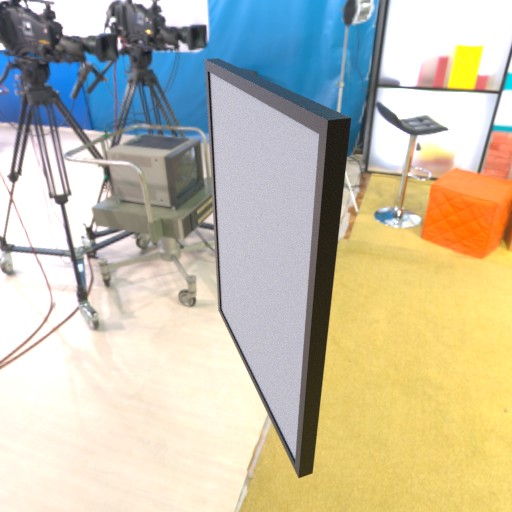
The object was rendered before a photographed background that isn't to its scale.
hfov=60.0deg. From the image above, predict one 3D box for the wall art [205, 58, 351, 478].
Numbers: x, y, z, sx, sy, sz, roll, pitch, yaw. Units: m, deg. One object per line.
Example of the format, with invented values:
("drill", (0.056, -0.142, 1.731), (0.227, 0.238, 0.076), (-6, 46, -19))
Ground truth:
("wall art", (0.000, 0.000, 0.530), (0.018, 0.397, 0.325), (-11, 33, -17))
